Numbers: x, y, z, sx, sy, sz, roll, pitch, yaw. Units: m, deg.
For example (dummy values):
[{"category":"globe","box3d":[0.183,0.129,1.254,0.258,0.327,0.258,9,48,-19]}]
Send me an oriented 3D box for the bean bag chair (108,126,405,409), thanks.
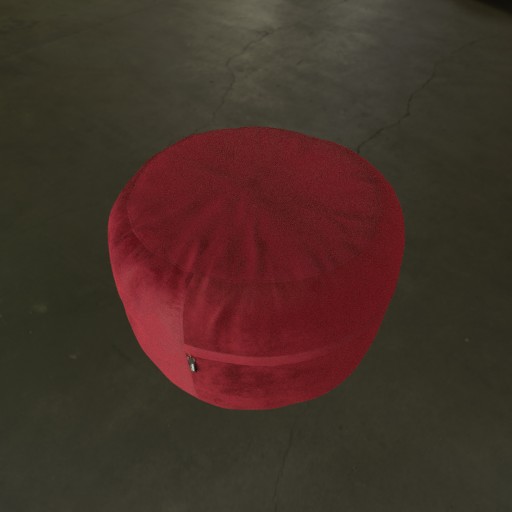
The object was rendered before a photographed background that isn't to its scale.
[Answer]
[{"category":"bean bag chair","box3d":[0.000,0.000,1.990,1.219,0.762,1.219,0,45,0]}]
